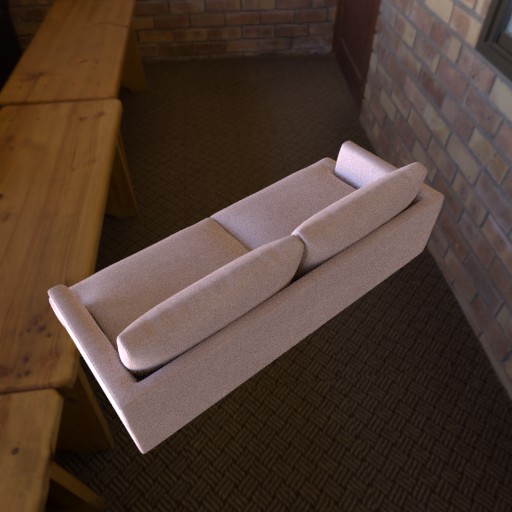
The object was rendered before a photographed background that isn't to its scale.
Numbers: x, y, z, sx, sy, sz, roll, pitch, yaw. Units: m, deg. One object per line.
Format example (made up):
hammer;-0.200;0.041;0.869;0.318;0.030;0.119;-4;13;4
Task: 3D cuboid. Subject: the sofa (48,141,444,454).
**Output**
sofa;0.000;0.000;2.722;2.250;0.868;1.020;-30;54;-25
